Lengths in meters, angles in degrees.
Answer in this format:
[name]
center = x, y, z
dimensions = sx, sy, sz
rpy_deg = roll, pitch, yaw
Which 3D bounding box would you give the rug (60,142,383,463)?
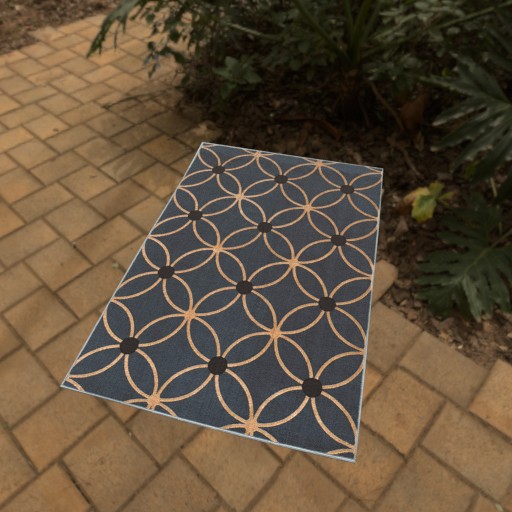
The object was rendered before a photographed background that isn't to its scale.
[rug]
center = 0.000, 0.000, 2.894
dimensions = 1.522, 0.008, 2.284
rpy_deg = 11, 49, 9
